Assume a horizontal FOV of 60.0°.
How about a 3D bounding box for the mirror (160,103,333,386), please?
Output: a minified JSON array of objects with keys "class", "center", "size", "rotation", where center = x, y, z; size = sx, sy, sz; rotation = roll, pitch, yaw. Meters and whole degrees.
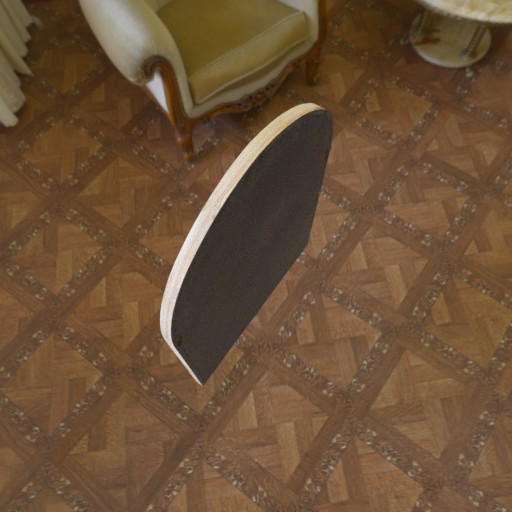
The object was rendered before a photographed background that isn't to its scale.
[{"class":"mirror","center":[0.000,0.000,1.206],"size":[0.032,0.920,0.660],"rotation":[33,69,14]}]
